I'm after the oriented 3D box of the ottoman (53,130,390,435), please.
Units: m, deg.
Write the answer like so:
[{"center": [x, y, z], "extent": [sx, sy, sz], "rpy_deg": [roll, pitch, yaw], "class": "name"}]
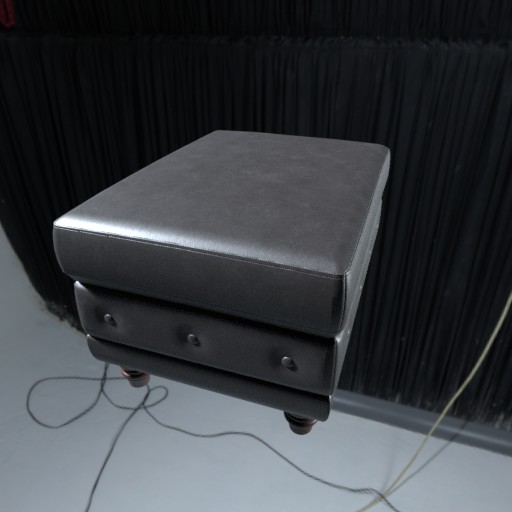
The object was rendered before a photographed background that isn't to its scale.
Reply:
[{"center": [0.000, 0.000, 1.196], "extent": [0.590, 0.498, 0.795], "rpy_deg": [10, 31, 17], "class": "ottoman"}]
